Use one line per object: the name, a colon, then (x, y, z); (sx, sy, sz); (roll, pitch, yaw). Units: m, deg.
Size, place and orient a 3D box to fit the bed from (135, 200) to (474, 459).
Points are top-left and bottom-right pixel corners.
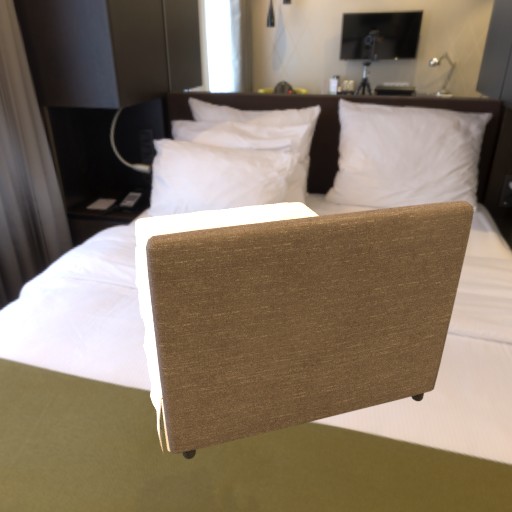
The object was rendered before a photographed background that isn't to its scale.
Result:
bed: (0.000, 0.000, 3.213); (1.723, 1.330, 2.142); (-8, 27, -15)
